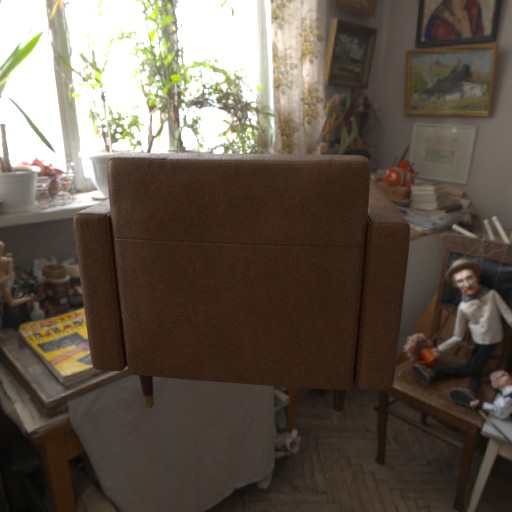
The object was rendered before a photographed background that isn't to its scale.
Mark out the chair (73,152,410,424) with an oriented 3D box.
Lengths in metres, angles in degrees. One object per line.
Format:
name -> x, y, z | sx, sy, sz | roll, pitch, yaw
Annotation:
chair -> 0.000, 0.000, 1.671 | 0.953, 0.819, 0.998 | 2, 18, 7
